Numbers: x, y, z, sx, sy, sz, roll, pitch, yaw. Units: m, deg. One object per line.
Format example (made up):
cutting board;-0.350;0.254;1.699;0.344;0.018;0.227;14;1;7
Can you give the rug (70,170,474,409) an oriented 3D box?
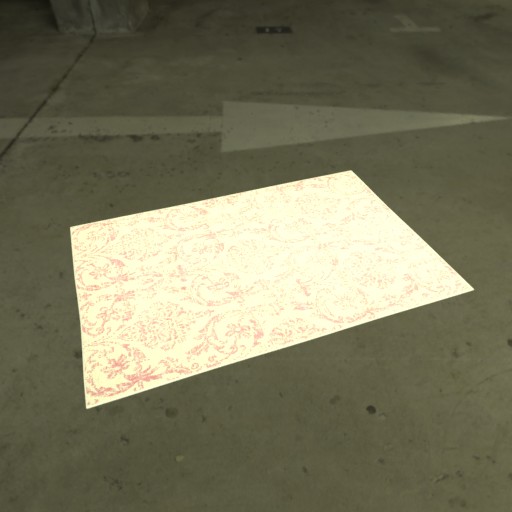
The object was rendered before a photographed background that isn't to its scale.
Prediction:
rug;0.000;0.000;3.537;2.746;0.018;1.819;-14;43;-15
